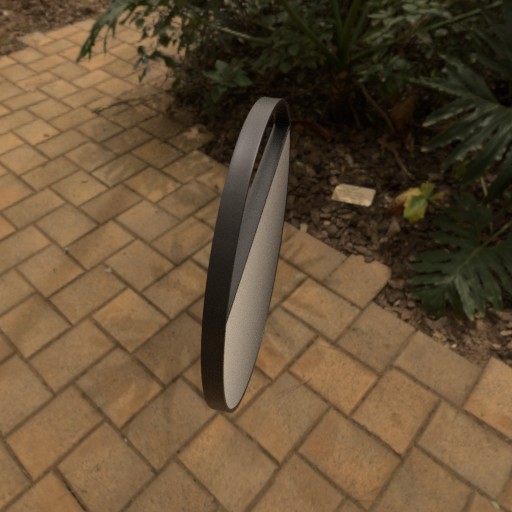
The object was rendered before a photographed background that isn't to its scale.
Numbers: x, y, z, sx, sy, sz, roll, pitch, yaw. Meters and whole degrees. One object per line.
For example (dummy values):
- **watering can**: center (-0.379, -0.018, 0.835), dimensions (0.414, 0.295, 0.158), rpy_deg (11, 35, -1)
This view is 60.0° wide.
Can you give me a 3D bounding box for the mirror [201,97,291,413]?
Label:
- **mirror**: center (0.000, 0.000, 0.837), dimensions (0.032, 0.565, 0.565), rpy_deg (10, 49, 9)
